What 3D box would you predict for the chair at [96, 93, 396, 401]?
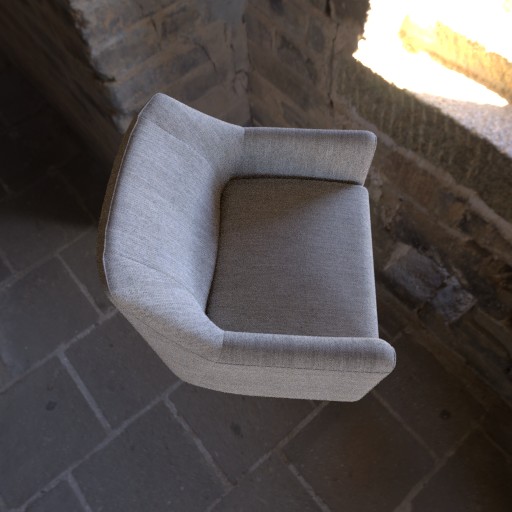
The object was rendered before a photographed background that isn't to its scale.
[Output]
[{"bbox_3d":[0.000,0.000,1.433,0.758,0.761,0.796,3,62,2],"label":"chair"}]
